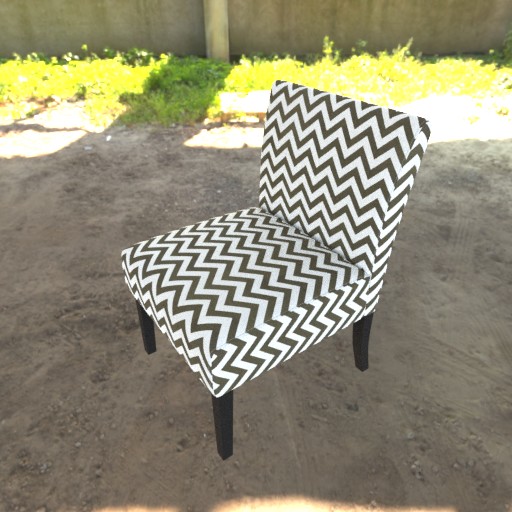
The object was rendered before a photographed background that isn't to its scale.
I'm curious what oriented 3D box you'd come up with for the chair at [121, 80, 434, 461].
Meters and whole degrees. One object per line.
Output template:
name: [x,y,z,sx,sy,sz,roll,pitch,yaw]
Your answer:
chair: [0.000,0.000,1.313,0.648,0.838,0.589,-21,38,-30]
